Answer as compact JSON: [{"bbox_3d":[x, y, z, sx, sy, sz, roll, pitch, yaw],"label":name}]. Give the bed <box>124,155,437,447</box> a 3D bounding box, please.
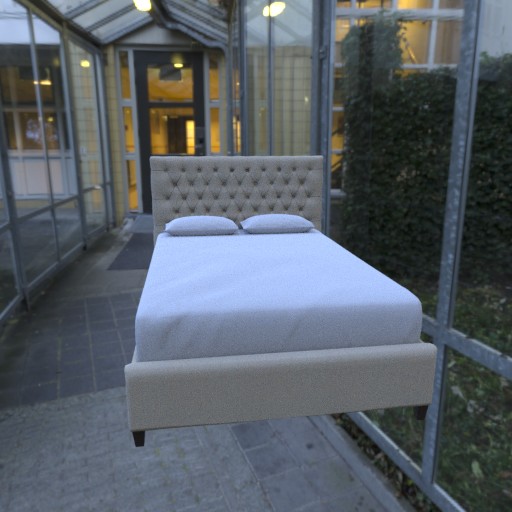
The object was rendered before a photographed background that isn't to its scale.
[{"bbox_3d":[0.000,0.000,3.380,1.698,1.427,2.387,-2,14,-8],"label":"bed"}]
